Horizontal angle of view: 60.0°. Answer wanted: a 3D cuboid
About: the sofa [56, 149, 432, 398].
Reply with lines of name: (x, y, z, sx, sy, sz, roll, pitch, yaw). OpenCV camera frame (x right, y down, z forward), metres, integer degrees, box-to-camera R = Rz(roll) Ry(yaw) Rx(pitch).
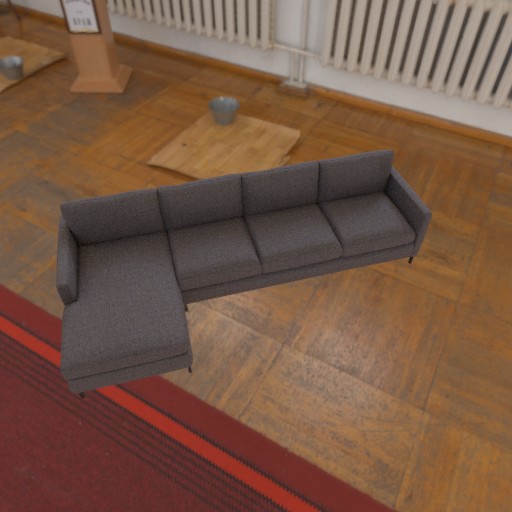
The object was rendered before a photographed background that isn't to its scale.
sofa: (0.000, 0.000, 3.241, 2.731, 0.754, 1.258, -11, 47, -11)
